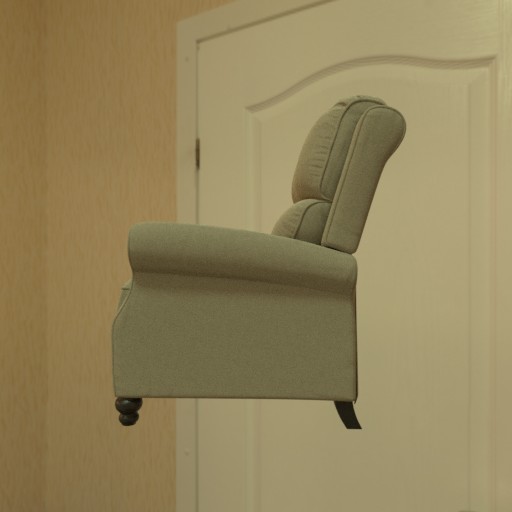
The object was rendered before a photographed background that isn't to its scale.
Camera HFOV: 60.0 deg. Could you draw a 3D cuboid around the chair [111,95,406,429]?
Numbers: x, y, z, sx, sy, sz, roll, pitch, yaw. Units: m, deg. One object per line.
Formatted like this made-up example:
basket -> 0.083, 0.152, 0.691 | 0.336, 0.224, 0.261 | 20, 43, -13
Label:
chair -> 0.000, 0.000, 1.709 | 0.919, 1.046, 0.859 | 0, 0, 2
